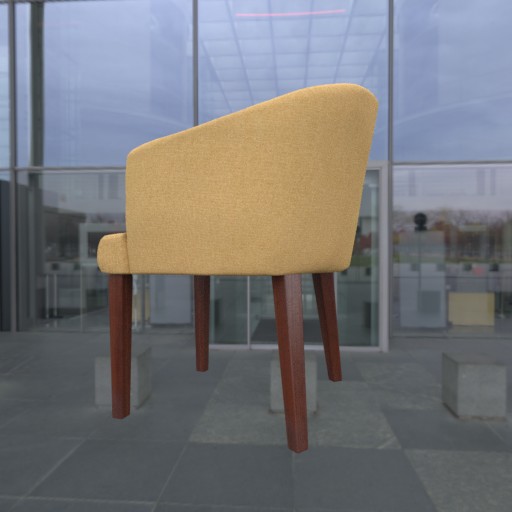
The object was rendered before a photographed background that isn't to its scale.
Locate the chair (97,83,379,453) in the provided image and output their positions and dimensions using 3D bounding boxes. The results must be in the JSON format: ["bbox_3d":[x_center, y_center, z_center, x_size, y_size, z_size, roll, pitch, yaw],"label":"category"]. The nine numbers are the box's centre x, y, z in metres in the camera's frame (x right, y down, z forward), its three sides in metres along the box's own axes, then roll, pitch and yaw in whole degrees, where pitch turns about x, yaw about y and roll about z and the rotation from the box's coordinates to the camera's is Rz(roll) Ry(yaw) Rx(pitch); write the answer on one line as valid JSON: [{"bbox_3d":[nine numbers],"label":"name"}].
[{"bbox_3d":[0.000,0.000,1.233,0.655,0.811,0.583,0,1,20],"label":"chair"}]
